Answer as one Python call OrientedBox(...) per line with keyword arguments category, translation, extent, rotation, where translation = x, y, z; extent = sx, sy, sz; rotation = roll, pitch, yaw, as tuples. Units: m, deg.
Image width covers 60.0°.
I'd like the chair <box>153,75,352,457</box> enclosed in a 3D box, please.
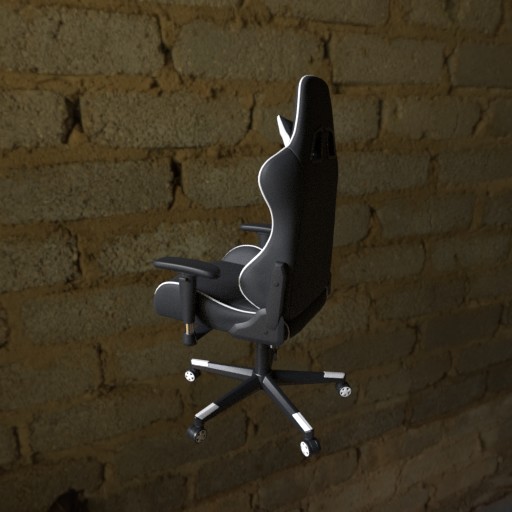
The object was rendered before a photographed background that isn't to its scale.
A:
OrientedBox(category="chair", translation=(0.000, 0.000, 1.660), extent=(0.700, 1.240, 0.700), rotation=(9, 19, 26))
